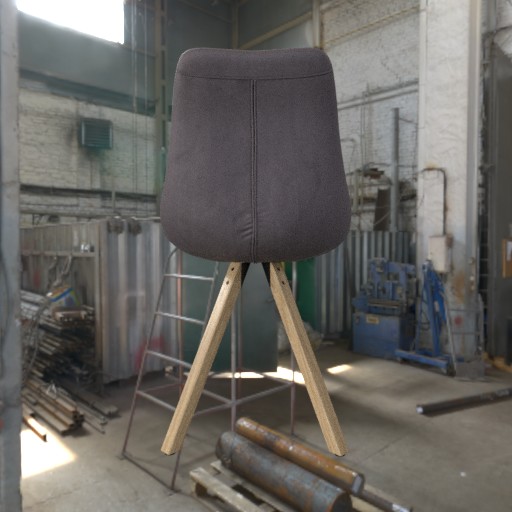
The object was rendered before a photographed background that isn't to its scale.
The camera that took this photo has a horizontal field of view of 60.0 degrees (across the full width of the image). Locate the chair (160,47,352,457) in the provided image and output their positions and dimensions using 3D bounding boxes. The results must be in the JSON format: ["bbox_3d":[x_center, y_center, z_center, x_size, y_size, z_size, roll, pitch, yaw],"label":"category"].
[{"bbox_3d":[0.000,0.000,1.171,0.483,0.865,0.547,0,1,1],"label":"chair"}]
